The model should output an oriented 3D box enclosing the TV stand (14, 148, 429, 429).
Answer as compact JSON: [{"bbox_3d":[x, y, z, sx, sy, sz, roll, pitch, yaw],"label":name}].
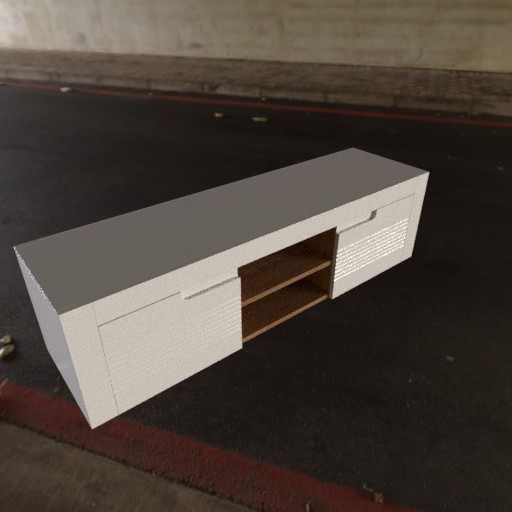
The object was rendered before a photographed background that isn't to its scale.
[{"bbox_3d":[0.000,0.000,1.682,1.500,0.440,0.410,-22,38,-32],"label":"TV stand"}]
